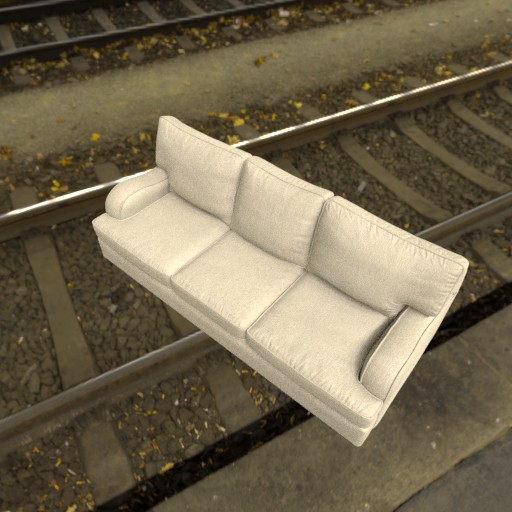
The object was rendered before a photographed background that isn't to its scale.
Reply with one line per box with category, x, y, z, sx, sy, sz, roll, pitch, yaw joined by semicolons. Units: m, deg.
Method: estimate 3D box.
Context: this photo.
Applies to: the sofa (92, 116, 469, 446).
sofa;0.000;0.000;2.929;2.323;0.991;1.016;31;54;26
